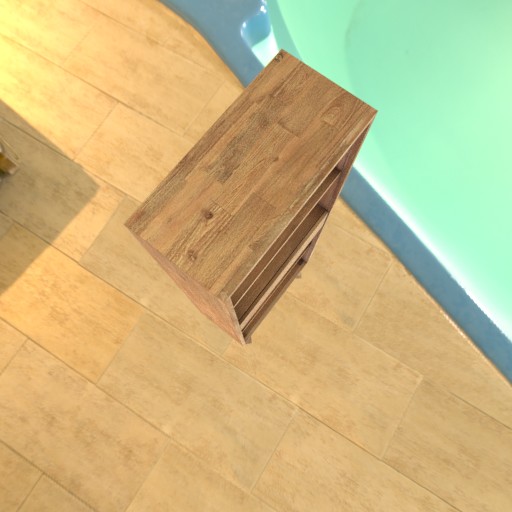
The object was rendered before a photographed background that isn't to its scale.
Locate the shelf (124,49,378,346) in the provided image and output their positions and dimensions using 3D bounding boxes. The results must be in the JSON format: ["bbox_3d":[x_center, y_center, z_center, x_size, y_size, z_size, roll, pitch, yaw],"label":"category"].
[{"bbox_3d":[0.000,0.000,1.505,0.267,1.342,0.491,37,78,9],"label":"shelf"}]
